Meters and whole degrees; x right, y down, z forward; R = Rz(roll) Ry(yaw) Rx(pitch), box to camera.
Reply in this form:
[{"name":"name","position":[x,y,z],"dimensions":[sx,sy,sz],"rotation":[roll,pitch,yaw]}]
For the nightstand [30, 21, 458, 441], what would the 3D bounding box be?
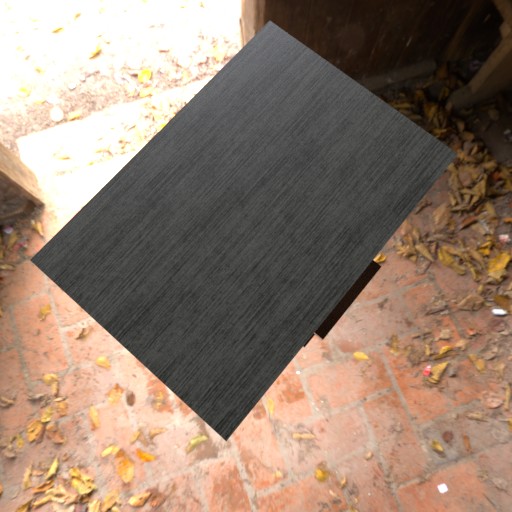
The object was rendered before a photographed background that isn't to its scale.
[{"name":"nightstand","position":[0.000,0.000,0.761],"dimensions":[0.325,0.460,0.441],"rotation":[39,79,9]}]
